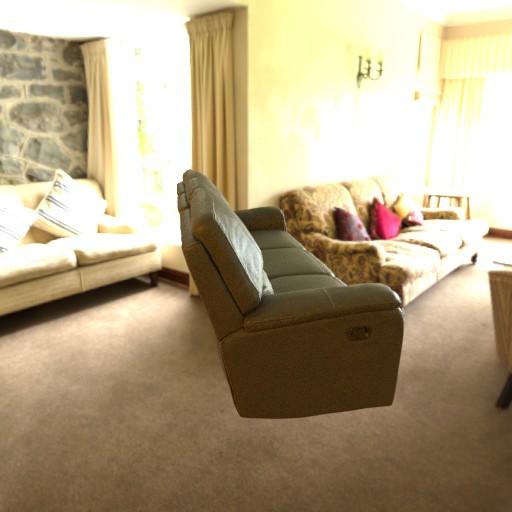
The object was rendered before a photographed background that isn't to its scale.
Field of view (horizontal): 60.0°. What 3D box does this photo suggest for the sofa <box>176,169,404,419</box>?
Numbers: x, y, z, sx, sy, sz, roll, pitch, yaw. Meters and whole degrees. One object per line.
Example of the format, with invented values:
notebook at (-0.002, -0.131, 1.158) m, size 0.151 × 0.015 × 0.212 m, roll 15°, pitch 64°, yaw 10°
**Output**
sofa at (0.000, 0.000, 3.246) m, size 1.104 × 1.134 × 2.627 m, roll -3°, pitch 16°, yaw -10°
